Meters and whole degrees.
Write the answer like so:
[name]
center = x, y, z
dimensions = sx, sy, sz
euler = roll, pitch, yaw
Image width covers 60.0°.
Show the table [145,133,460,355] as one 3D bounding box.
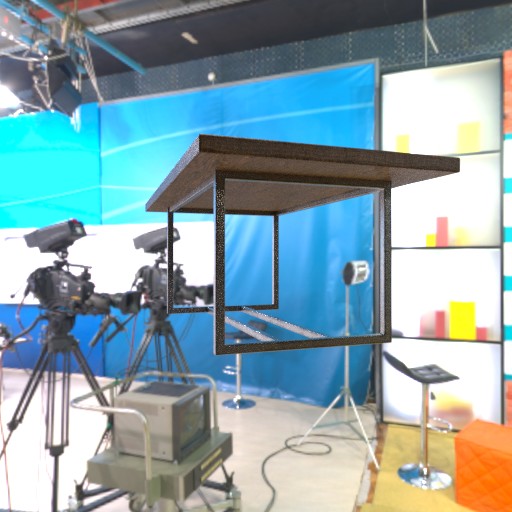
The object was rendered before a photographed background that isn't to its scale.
[table]
center = 0.000, 0.000, 2.566
dimensions = 1.078, 0.795, 1.989
euler = 0, 0, -19
